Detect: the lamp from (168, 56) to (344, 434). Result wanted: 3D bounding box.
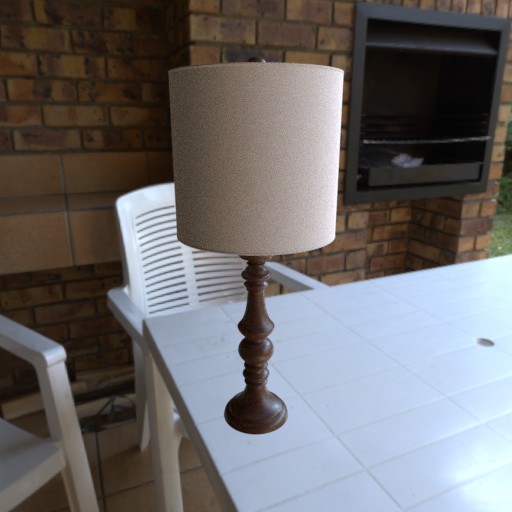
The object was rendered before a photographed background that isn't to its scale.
[{"bbox_3d":[0.000,0.000,0.721,0.250,0.597,0.250,-9,19,-28],"label":"lamp"}]
